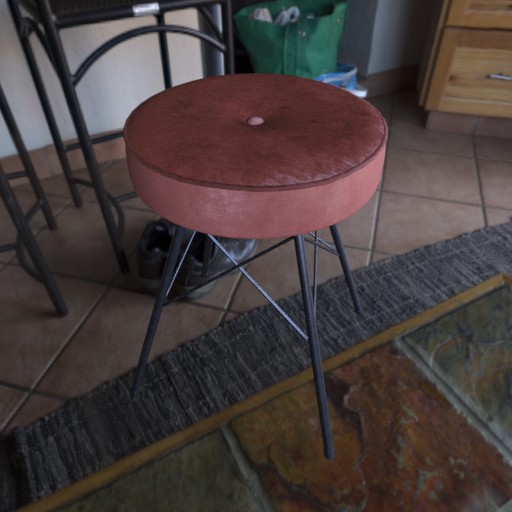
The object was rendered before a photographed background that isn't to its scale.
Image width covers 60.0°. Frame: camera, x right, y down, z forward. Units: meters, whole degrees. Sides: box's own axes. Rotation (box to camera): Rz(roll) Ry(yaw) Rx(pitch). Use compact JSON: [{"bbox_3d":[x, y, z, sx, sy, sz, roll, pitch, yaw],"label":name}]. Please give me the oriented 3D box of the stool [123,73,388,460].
[{"bbox_3d":[0.000,0.000,0.876,0.457,0.593,0.421,12,43,14],"label":"stool"}]
